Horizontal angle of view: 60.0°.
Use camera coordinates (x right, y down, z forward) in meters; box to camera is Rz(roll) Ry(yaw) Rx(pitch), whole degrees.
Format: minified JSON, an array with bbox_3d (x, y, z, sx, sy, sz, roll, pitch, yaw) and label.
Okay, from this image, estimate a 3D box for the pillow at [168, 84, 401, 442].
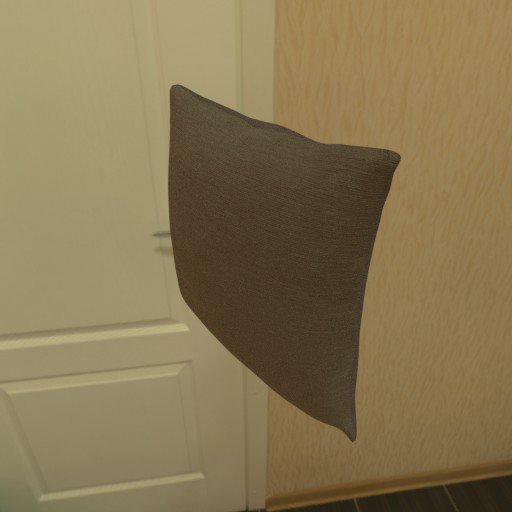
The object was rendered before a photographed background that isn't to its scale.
[{"bbox_3d":[0.000,0.000,0.685,0.204,0.439,0.452,-22,38,-32],"label":"pillow"}]
